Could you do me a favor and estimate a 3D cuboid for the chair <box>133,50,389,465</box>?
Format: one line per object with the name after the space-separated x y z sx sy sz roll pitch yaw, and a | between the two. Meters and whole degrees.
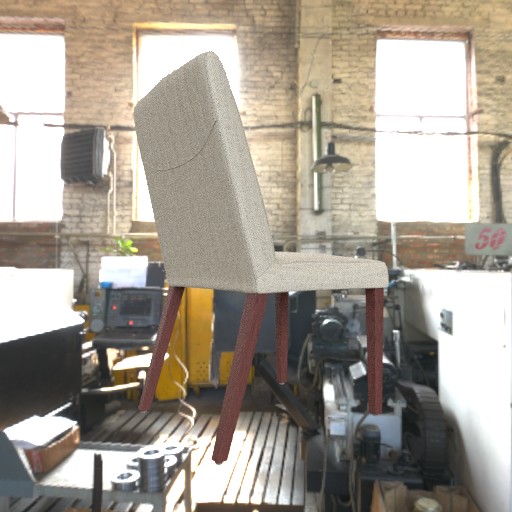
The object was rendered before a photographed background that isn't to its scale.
0.000 0.000 1.270 0.594 0.900 0.480 1 -2 -36 | chair
